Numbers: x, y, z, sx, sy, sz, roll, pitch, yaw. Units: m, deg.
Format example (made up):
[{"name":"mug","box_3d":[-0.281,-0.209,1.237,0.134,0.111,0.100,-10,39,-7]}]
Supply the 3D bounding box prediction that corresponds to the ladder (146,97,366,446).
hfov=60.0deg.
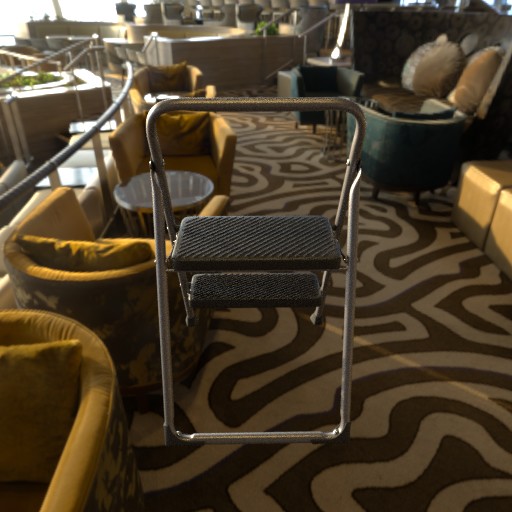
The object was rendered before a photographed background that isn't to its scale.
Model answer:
[{"name":"ladder","box_3d":[0.000,0.000,1.016,0.430,0.720,0.472,-1,30,-1]}]
